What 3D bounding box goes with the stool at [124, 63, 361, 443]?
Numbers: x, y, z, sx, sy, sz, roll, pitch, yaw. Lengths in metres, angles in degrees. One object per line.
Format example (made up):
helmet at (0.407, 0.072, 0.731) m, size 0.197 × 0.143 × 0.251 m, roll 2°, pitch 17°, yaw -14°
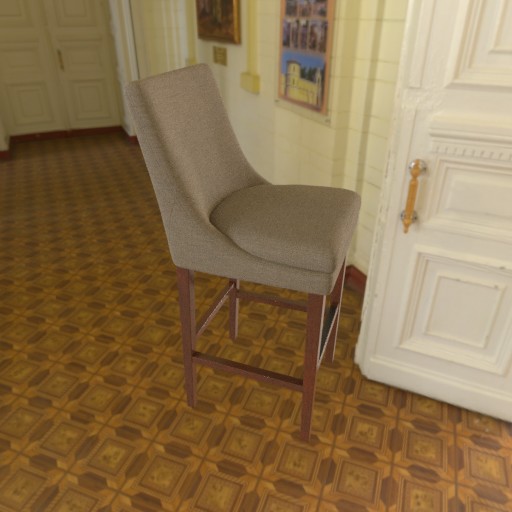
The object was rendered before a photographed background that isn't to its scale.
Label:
stool at (0.000, 0.000, 1.414) m, size 0.577 × 1.078 × 0.470 m, roll 10°, pitch 32°, yaw 17°
